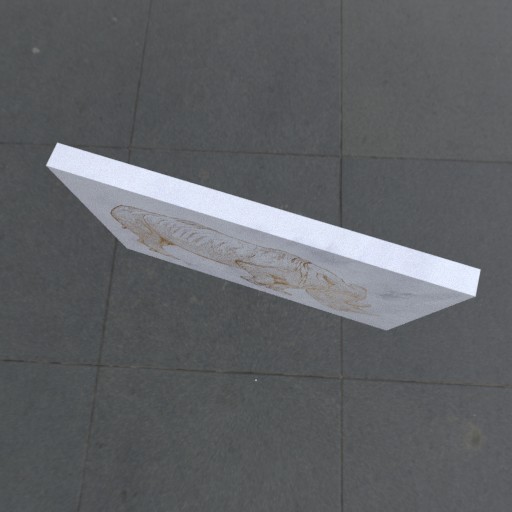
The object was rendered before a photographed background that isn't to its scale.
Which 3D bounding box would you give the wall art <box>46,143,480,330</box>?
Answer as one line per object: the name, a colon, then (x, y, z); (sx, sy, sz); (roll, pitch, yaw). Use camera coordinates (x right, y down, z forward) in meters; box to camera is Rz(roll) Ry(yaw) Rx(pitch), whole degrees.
wall art: (0.000, 0.000, 0.800); (0.609, 0.407, 0.038); (17, 75, 5)
